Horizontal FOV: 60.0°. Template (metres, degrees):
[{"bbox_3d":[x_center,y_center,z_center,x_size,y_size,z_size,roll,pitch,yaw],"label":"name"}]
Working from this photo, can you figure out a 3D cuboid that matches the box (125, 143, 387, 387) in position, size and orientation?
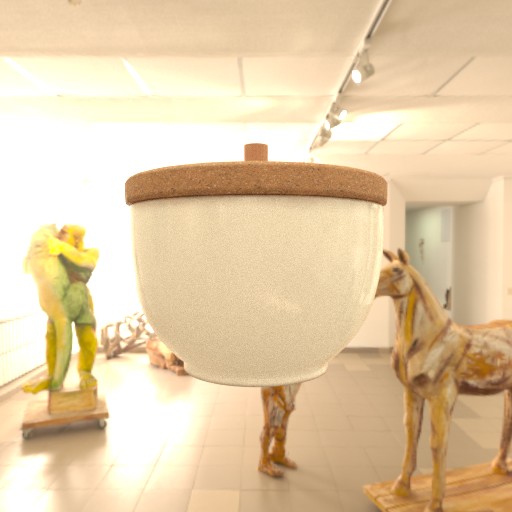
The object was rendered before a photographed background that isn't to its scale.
[{"bbox_3d":[0.000,0.000,0.189,0.107,0.094,0.107,0,1,0],"label":"box"}]
